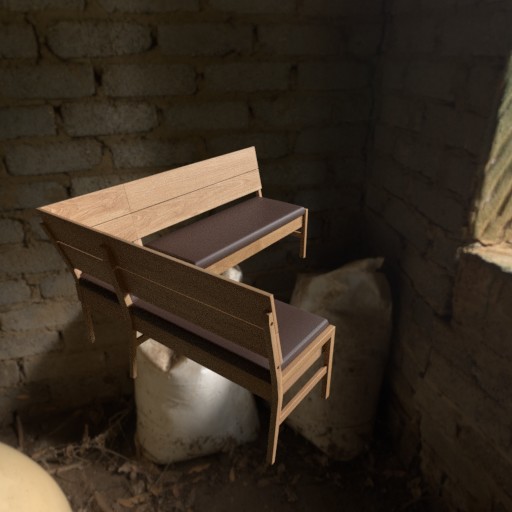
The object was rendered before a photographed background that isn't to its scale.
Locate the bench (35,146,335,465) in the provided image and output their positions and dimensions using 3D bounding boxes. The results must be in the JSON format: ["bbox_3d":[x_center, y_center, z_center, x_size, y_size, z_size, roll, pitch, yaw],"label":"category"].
[{"bbox_3d":[0.000,0.000,2.875,1.549,0.890,1.975,17,31,32],"label":"bench"}]
